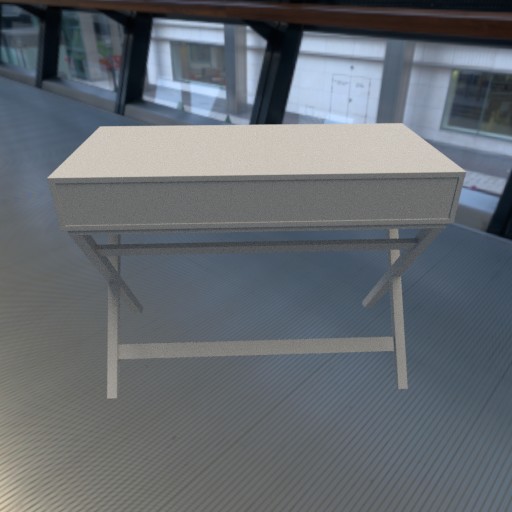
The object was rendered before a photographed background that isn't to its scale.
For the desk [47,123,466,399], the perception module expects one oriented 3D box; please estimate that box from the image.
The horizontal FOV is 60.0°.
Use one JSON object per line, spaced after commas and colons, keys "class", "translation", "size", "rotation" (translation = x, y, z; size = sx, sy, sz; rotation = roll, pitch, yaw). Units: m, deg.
{"class": "desk", "translation": [0.000, 0.000, 1.539], "size": [1.057, 0.780, 0.525], "rotation": [-1, 30, -2]}
